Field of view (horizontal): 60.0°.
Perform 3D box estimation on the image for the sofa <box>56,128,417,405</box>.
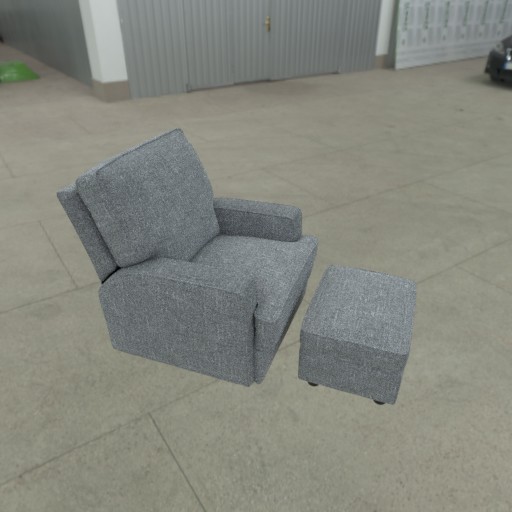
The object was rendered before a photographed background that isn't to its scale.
[{"bbox_3d":[0.000,0.000,2.069,1.472,0.959,0.861,11,33,18],"label":"sofa"}]
